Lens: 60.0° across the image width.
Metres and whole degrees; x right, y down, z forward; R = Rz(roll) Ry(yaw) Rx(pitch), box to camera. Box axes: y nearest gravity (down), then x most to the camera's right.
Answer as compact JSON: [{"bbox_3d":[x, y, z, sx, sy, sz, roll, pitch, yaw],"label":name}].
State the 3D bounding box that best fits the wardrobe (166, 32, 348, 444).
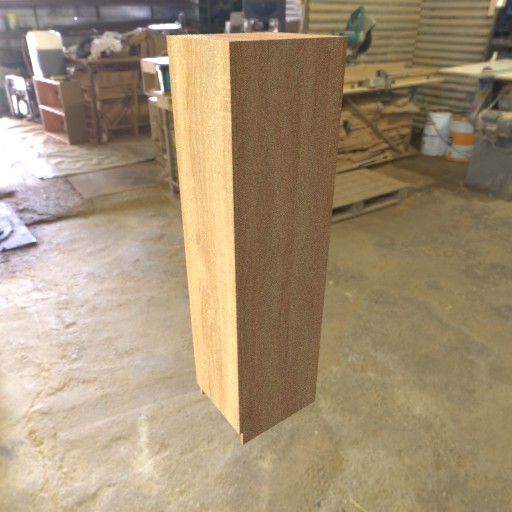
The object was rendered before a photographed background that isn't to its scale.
[{"bbox_3d":[0.000,0.000,2.378,0.588,2.117,0.496,-19,34,-31],"label":"wardrobe"}]
